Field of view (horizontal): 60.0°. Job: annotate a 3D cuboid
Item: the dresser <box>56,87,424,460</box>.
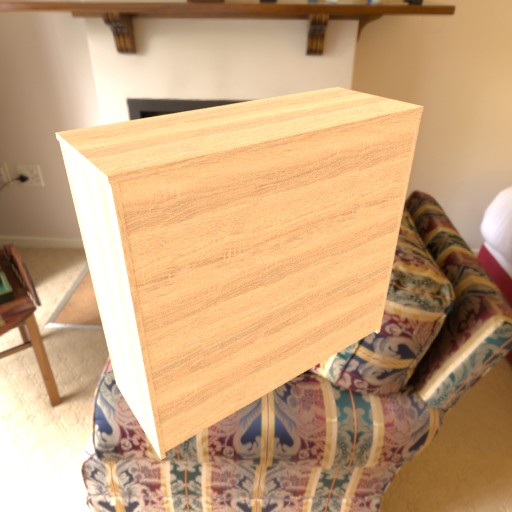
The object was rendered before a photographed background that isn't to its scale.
[{"bbox_3d":[0.000,0.000,1.465,0.980,0.900,0.380,-21,37,-30],"label":"dresser"}]
